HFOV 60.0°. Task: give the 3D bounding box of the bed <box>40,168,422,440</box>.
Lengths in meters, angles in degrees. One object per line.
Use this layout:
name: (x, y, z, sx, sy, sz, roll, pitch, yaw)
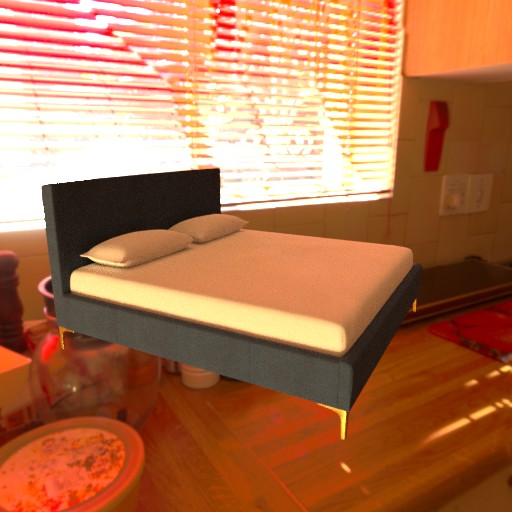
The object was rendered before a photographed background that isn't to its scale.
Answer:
bed: (0.000, 0.000, 3.523, 2.232, 1.231, 2.096, 8, 17, 28)
